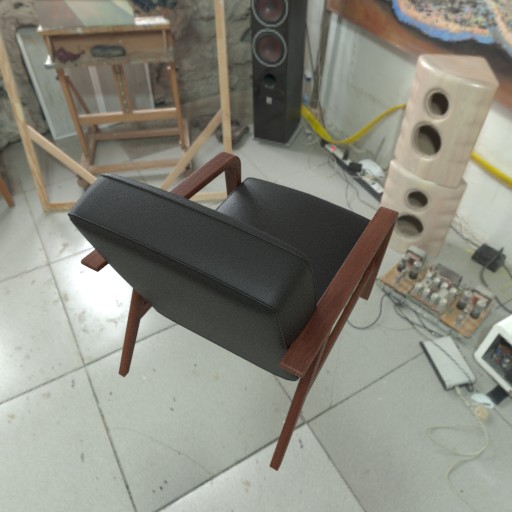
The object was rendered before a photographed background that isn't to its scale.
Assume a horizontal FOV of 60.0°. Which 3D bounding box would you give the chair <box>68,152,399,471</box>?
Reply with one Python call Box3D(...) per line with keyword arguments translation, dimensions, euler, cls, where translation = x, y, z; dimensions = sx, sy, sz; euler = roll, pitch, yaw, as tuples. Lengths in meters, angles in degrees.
Box3D(translation=(0.000, 0.000, 1.504), dimensions=(0.719, 0.861, 0.889), euler=(23, 51, 20), cls="chair")
